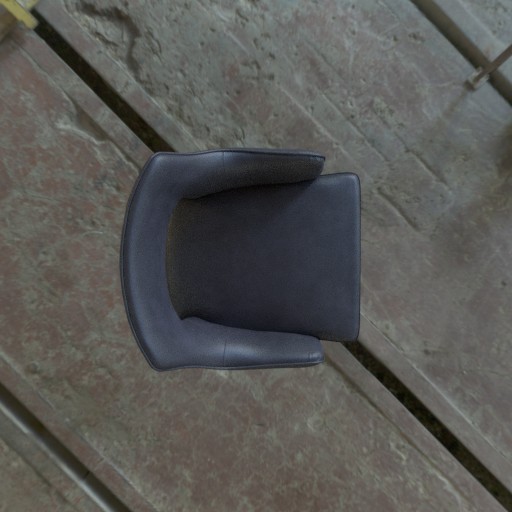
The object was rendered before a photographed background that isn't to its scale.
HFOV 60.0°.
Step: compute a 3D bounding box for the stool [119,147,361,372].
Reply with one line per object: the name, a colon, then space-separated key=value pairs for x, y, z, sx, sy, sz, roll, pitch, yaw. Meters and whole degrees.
stool: x=0.000 y=0.000 z=1.376 sx=0.560 sy=1.041 sz=0.550 roll=0 pitch=92 yaw=-1
